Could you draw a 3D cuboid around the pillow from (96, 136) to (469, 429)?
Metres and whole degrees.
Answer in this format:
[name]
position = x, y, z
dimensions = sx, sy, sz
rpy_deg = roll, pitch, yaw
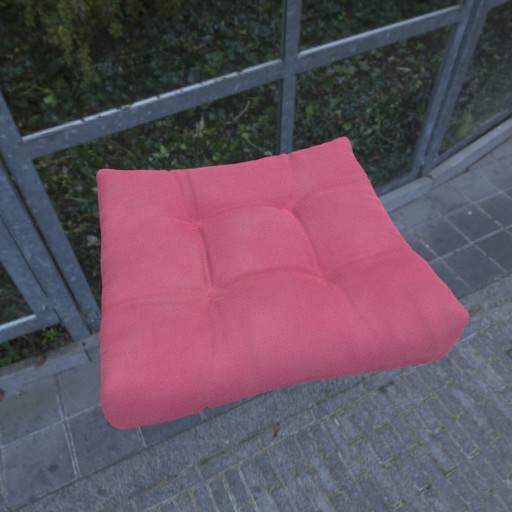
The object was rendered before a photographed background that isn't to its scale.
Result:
[pillow]
position = 0.000, 0.000, 0.719
dimensions = 0.490, 0.128, 0.468
rpy_deg = -10, 48, -9
